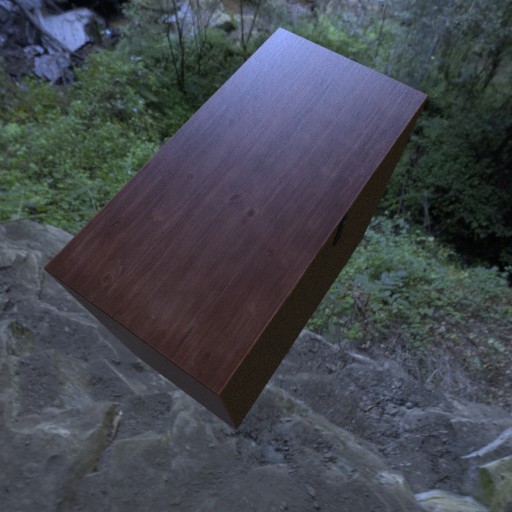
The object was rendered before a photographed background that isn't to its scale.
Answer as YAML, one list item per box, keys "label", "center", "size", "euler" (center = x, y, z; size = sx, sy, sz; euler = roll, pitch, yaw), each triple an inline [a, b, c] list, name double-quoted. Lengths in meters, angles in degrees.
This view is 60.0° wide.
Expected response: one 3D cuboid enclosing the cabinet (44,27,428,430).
- label: "cabinet"
  center: [0.000, 0.000, 1.261]
  size: [0.412, 0.785, 0.796]
  euler: [32, 68, 14]
